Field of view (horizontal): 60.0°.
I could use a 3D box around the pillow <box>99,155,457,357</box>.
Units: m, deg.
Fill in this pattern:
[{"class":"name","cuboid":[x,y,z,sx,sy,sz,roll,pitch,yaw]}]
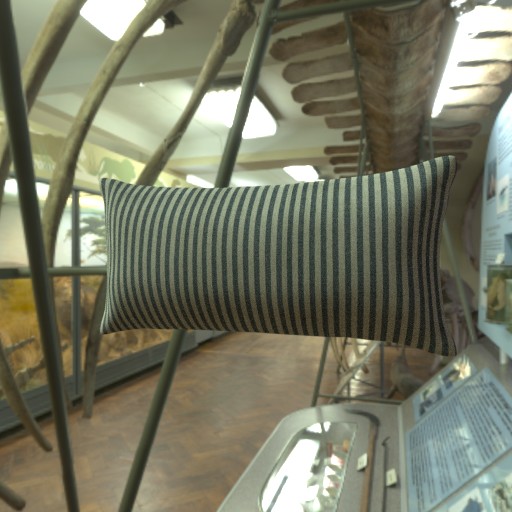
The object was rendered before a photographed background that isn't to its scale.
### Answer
[{"class":"pillow","cuboid":[0.000,0.000,0.741,0.617,0.295,0.151,0,-1,18]}]
